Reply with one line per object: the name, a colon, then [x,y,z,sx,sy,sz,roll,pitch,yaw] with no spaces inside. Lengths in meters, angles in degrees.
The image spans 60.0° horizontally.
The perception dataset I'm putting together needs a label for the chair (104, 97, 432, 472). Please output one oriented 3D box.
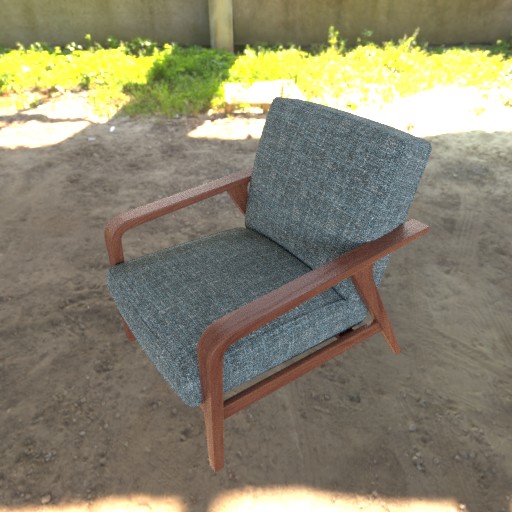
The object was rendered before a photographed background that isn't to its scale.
chair: [0.000,0.000,1.486,0.889,0.864,0.719,-21,39,-29]
